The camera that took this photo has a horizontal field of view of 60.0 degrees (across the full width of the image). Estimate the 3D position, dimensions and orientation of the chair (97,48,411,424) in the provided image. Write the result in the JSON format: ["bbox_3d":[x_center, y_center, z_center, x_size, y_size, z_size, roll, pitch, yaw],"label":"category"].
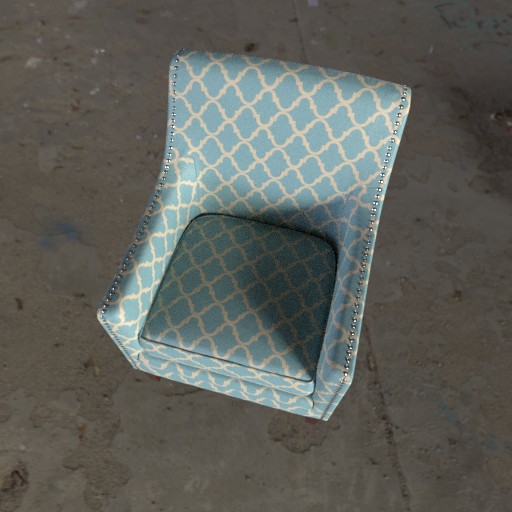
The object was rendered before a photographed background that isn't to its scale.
[{"bbox_3d":[0.000,0.000,1.280,0.617,0.817,0.686,13,59,8],"label":"chair"}]
